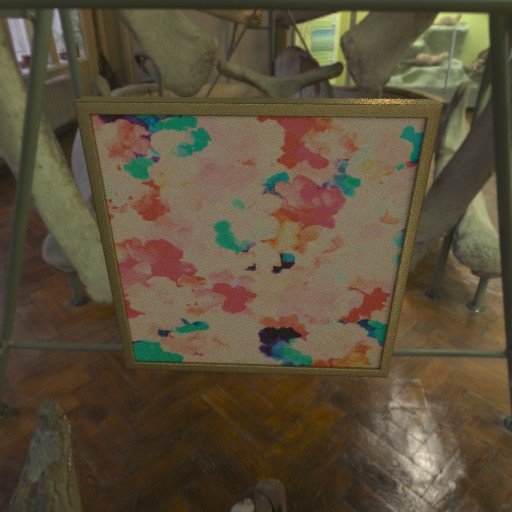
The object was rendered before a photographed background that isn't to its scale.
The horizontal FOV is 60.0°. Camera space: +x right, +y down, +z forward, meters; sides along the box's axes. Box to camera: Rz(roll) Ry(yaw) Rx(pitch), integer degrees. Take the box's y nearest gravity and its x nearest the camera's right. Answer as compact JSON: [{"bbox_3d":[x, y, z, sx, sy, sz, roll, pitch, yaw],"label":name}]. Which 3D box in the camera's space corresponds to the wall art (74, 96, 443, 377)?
[{"bbox_3d":[0.000,0.000,0.755,0.510,0.509,0.037,1,30,2],"label":"wall art"}]
